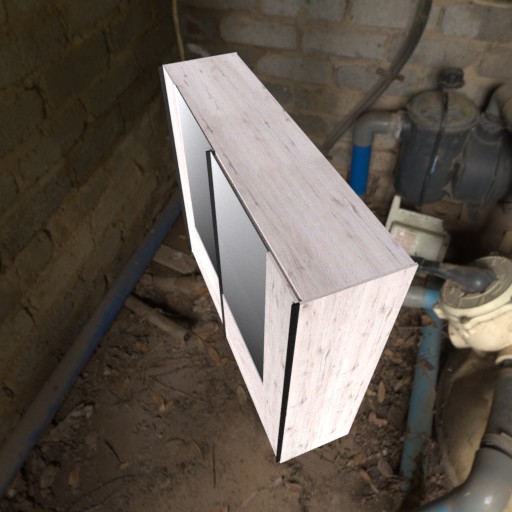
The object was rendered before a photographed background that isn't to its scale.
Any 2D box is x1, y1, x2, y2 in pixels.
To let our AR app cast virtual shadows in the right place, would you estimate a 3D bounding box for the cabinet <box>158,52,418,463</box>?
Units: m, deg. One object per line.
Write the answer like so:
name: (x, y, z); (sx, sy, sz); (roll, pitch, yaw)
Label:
cabinet: (0.000, 0.000, 3.614); (0.660, 2.180, 2.500); (-17, 50, -15)
